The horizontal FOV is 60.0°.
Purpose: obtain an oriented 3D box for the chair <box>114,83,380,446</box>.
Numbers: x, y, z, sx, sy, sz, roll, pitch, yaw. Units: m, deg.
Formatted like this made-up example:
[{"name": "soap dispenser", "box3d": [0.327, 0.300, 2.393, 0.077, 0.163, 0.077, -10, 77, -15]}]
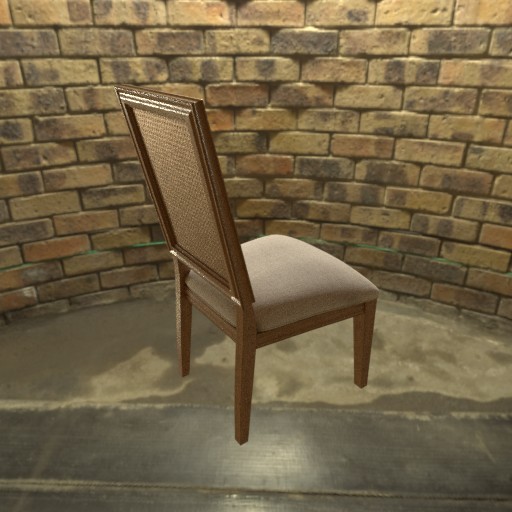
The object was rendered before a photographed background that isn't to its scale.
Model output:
[{"name": "chair", "box3d": [0.000, 0.000, 1.359, 0.601, 0.988, 0.536, -18, 31, -32]}]
